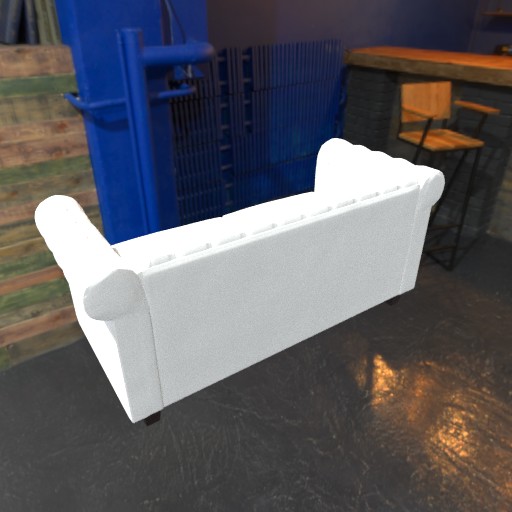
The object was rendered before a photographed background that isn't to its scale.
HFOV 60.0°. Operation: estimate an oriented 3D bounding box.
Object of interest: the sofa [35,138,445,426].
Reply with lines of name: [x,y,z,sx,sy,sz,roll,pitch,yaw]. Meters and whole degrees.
sofa: [0.000,0.000,2.220,1.798,0.796,0.771,-19,35,-29]
